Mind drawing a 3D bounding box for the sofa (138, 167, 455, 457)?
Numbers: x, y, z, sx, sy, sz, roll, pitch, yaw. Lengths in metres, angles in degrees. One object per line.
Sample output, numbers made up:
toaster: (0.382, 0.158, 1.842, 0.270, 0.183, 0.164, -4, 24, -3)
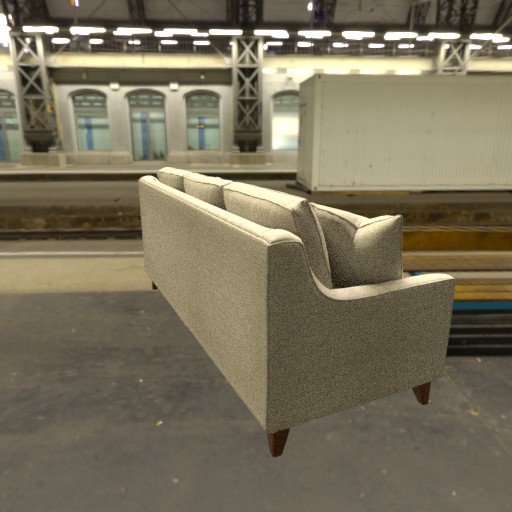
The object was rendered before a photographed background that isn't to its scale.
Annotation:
sofa: (0.000, 0.000, 2.465, 0.865, 0.914, 2.031, -7, 17, -24)
